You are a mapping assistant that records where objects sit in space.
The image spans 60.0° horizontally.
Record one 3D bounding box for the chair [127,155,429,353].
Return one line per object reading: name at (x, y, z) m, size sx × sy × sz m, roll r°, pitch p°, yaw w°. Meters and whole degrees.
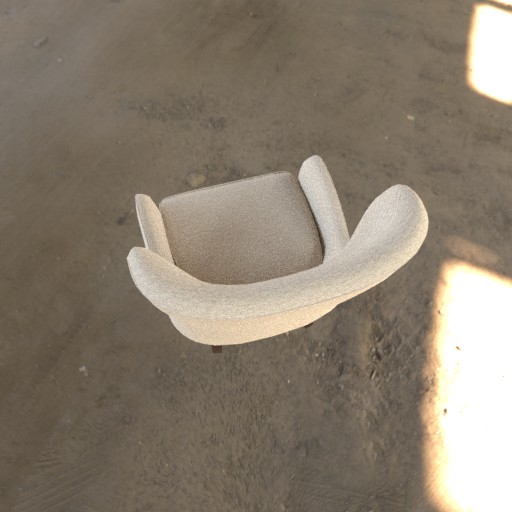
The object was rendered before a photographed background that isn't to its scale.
chair at (0.000, 0.000, 1.780) m, size 0.861 × 1.064 × 0.984 m, roll -14°, pitch 58°, yaw -9°
